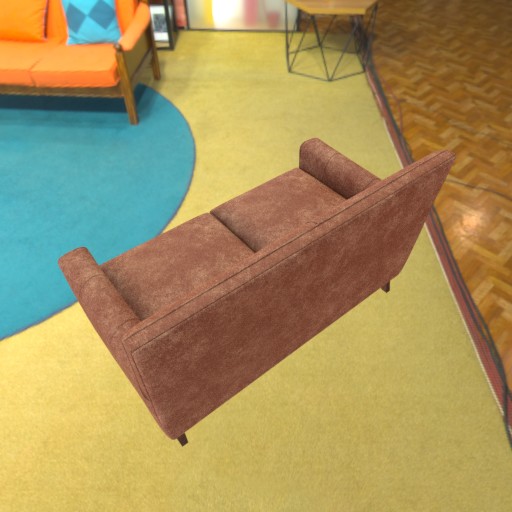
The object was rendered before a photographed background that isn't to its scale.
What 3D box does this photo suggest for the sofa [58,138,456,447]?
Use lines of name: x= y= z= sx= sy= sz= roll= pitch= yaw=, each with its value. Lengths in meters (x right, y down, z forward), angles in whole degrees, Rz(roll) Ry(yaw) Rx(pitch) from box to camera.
sofa: x=0.000 y=0.000 z=1.999 sx=1.473 sy=0.871 sz=0.787 roll=-30 pitch=53 yaw=-26
